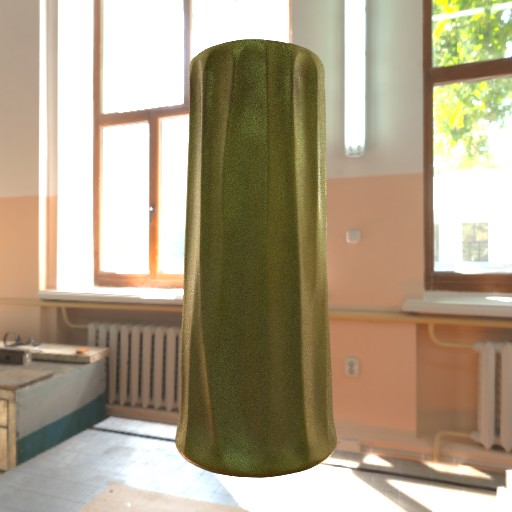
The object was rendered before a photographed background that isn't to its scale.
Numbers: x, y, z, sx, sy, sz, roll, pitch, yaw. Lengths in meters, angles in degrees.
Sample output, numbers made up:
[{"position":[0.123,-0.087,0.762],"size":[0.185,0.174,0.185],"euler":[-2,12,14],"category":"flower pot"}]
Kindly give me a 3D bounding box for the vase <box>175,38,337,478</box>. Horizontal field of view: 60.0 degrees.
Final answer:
[{"position":[0.000,0.000,0.170],"size":[0.061,0.143,0.061],"euler":[0,-1,0],"category":"vase"}]
